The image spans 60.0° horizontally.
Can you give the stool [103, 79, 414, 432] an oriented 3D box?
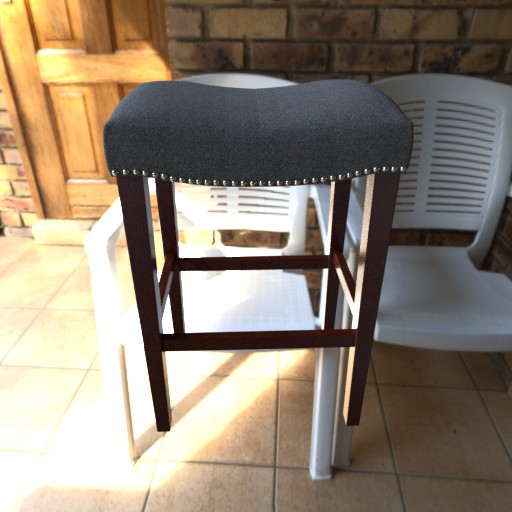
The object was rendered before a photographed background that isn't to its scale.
[{"bbox_3d":[0.000,0.000,1.021,0.504,0.742,0.372,-1,30,-2],"label":"stool"}]
